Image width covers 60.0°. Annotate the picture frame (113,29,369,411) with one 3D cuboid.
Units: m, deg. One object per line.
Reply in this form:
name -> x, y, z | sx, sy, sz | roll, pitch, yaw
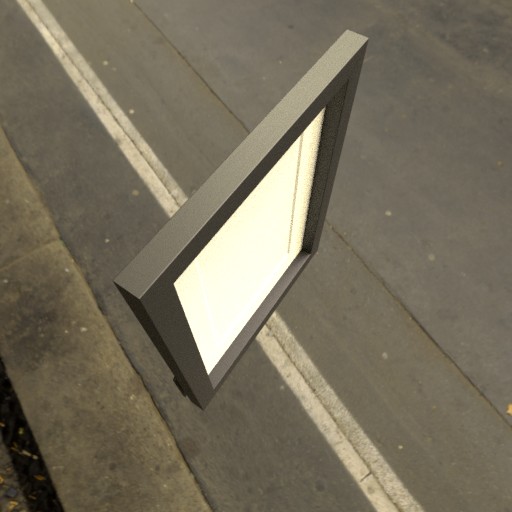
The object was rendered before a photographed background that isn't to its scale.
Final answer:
picture frame -> 0.000, 0.000, 0.507 | 0.036, 0.383, 0.307 | 31, 65, 16
